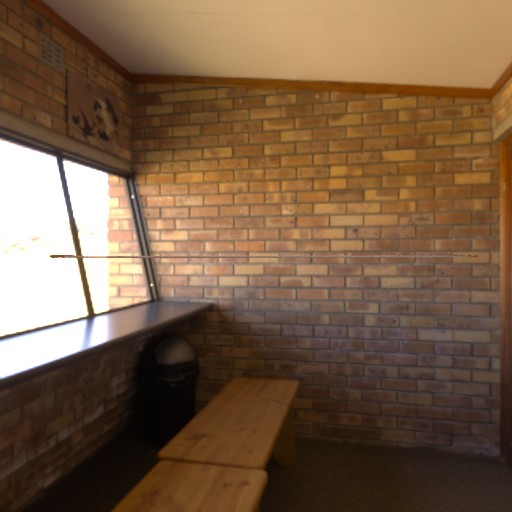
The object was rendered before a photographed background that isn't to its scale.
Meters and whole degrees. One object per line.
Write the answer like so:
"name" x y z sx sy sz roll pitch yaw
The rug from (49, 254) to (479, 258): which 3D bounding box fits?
"rug" 0.000 0.000 2.573 2.092 0.017 1.232 0 0 -19
